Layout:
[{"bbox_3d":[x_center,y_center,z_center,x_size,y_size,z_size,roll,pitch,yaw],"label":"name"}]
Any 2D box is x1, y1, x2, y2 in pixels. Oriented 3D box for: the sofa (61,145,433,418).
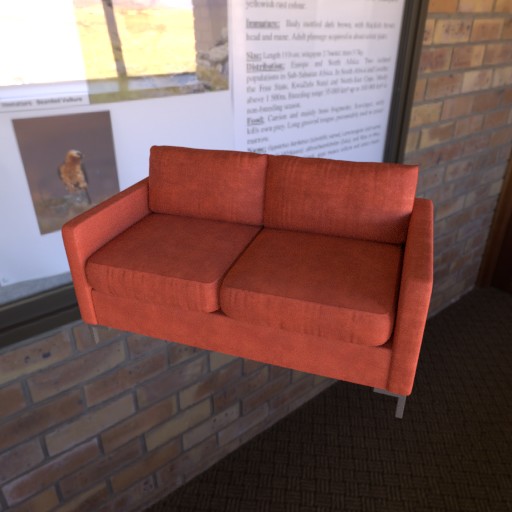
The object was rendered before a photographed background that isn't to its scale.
[{"bbox_3d":[0.000,0.000,2.171,1.574,0.896,0.864,9,29,17],"label":"sofa"}]
